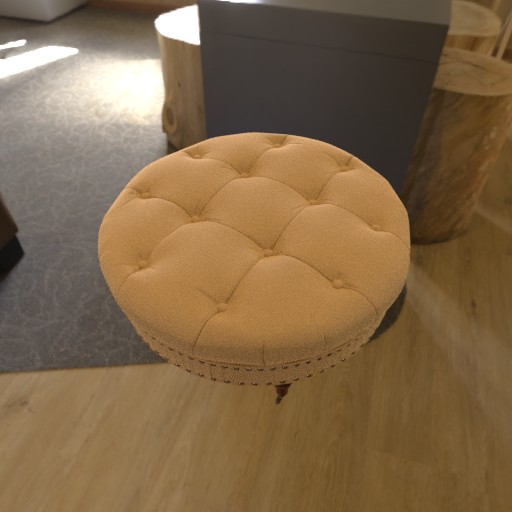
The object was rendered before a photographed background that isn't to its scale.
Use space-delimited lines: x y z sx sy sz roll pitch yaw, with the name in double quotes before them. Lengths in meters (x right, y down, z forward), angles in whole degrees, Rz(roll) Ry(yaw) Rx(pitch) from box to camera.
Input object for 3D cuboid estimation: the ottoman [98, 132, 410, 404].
"ottoman" 0.000 0.000 1.396 0.901 0.439 0.901 0 46 0
